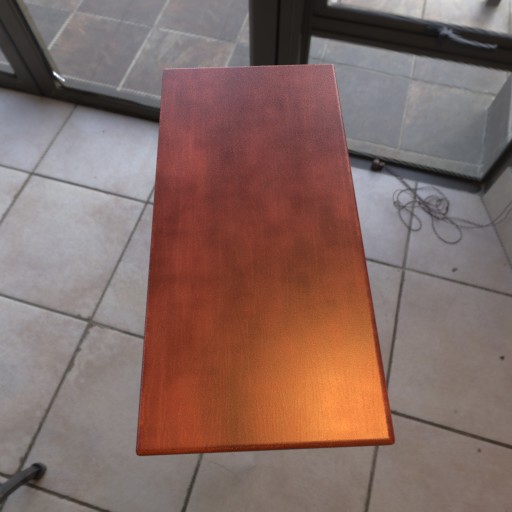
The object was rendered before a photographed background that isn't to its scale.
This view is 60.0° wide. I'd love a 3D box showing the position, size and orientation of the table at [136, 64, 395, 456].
[{"bbox_3d":[0.000,0.000,1.439,0.580,0.485,1.171,-2,65,-1],"label":"table"}]
